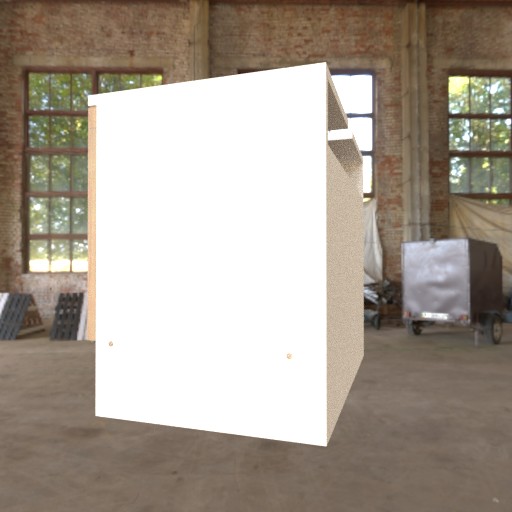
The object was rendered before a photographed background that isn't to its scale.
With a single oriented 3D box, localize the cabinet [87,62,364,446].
[{"bbox_3d":[0.000,0.000,0.949,0.400,0.522,0.600,0,-1,18],"label":"cabinet"}]
